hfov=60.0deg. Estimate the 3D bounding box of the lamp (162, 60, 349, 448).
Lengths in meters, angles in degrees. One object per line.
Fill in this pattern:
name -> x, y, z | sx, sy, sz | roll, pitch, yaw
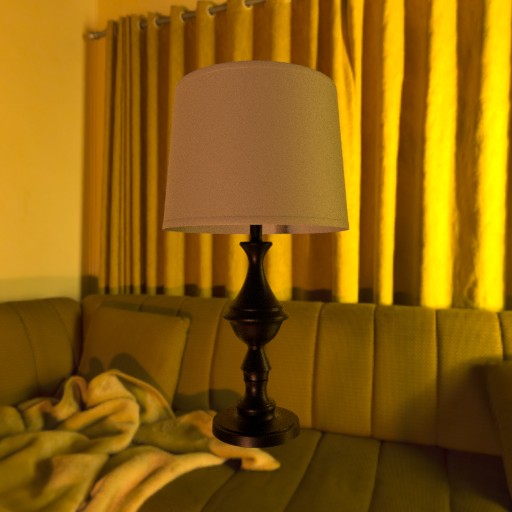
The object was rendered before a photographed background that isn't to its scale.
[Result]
lamp -> 0.000, 0.000, 0.928 | 0.383, 0.726, 0.383 | 0, 0, 0
